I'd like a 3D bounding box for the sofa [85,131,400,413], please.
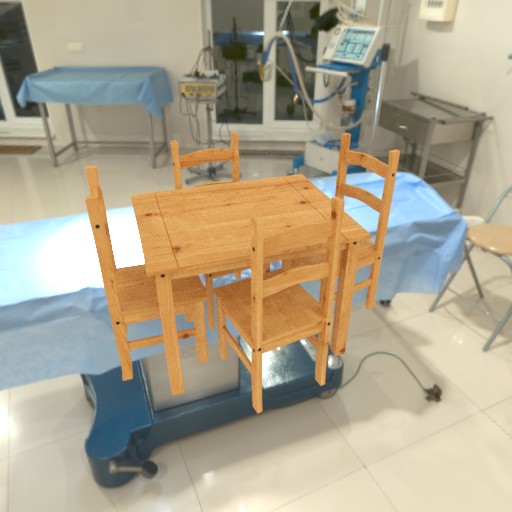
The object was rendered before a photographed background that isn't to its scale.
[{"bbox_3d":[0.000,0.000,2.327,1.529,1.000,1.144,-10,33,-15],"label":"sofa"}]
